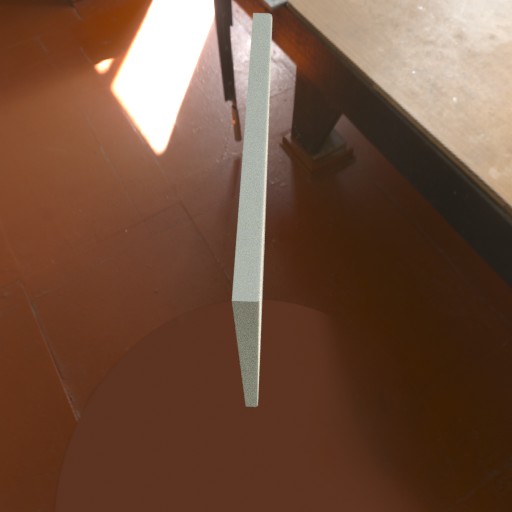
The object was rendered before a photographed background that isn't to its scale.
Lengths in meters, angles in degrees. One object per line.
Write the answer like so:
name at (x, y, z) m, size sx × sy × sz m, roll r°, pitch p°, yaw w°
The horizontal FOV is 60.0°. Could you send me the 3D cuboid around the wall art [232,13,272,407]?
wall art at (0.000, 0.000, 1.140) m, size 0.038 × 0.912 × 0.607 m, roll 2°, pitch 63°, yaw 1°
